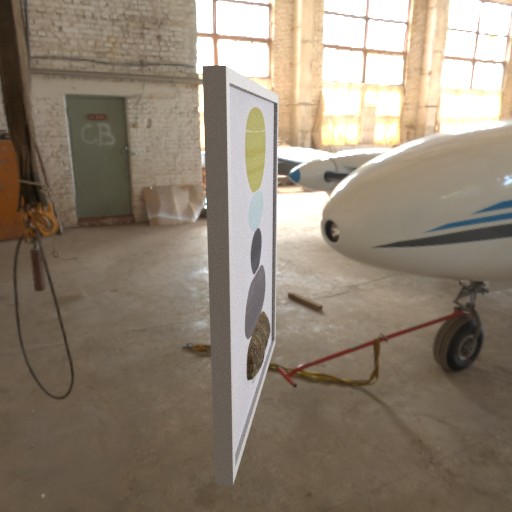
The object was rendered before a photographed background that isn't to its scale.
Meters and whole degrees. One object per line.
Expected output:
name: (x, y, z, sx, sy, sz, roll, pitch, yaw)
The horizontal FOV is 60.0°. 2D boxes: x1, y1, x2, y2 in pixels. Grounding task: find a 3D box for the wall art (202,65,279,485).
wall art: (0.000, 0.000, 1.055, 0.055, 0.763, 0.611, 3, 16, 10)
